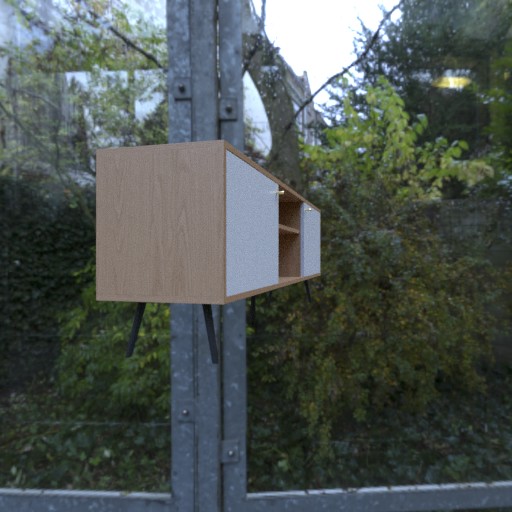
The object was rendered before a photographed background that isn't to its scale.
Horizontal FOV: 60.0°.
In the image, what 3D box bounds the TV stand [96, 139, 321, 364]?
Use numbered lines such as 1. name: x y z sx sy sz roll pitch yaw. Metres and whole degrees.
1. TV stand: 0.000 0.000 2.000 0.400 0.580 1.760 0 0 16
